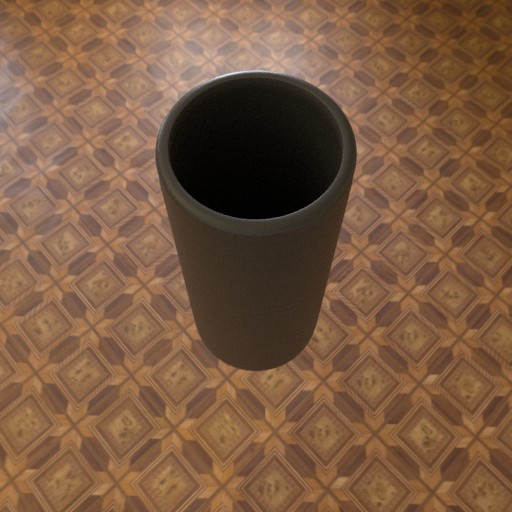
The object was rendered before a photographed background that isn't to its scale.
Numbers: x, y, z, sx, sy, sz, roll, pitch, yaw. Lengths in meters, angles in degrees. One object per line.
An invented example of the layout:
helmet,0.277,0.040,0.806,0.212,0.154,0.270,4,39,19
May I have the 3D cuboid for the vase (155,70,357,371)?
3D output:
vase,0.000,0.000,0.362,0.136,0.289,0.136,13,67,6
